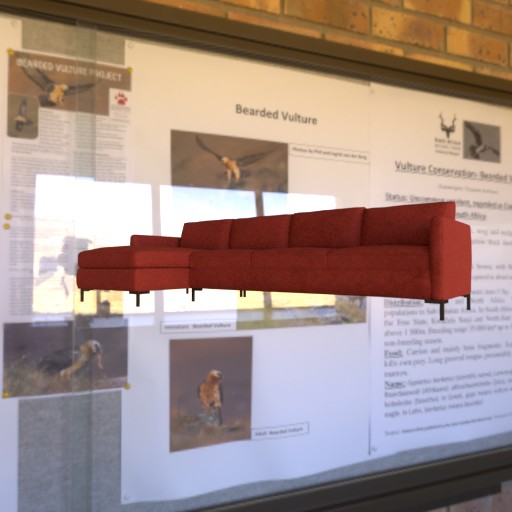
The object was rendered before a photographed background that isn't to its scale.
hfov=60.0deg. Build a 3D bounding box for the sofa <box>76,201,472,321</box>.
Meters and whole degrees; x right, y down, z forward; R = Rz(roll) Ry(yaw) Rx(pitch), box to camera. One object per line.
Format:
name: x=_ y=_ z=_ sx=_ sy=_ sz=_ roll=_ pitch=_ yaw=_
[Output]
sofa: x=0.000 y=0.000 z=2.954 sx=2.467 sy=0.663 sz=1.136 roll=-1 pitch=-1 yaw=36
